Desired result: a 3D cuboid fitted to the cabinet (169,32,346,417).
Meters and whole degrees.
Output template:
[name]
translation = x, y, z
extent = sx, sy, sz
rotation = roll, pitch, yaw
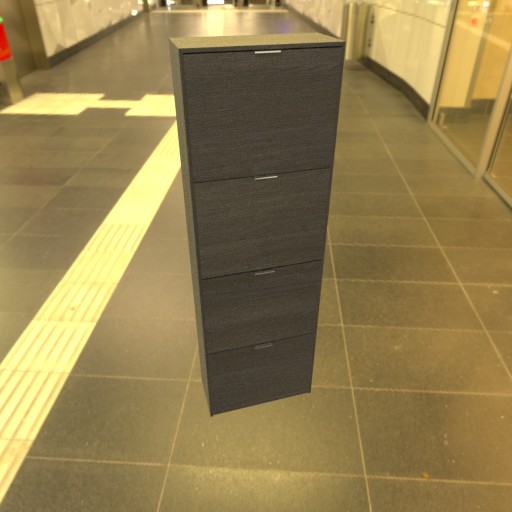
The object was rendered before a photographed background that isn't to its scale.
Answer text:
[cabinet]
translation = 0.000, 0.000, 1.846
extent = 0.520, 1.630, 0.255
rotation = -9, 34, -13
